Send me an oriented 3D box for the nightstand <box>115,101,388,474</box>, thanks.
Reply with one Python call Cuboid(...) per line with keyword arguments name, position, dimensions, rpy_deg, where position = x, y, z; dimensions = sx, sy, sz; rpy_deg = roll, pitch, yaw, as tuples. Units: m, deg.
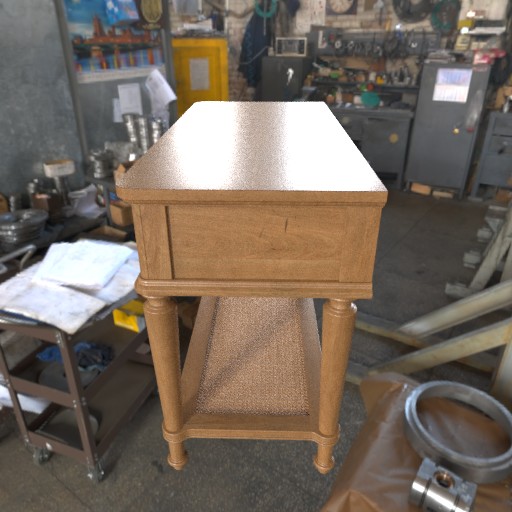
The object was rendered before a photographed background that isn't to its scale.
Cuboid(name="nightstand", position=(0.000, 0.000, 1.251), dimensions=(0.432, 0.700, 0.914), rpy_deg=(1, 27, 1))
